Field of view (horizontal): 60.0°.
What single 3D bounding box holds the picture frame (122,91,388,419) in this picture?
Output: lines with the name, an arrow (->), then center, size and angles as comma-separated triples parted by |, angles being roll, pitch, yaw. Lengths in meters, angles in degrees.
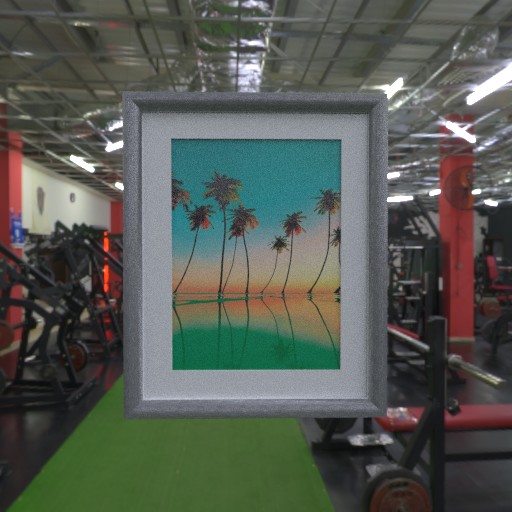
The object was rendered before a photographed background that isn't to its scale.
picture frame -> 0.000, 0.000, 0.771 | 0.454, 0.559, 0.029 | 0, 1, -1
